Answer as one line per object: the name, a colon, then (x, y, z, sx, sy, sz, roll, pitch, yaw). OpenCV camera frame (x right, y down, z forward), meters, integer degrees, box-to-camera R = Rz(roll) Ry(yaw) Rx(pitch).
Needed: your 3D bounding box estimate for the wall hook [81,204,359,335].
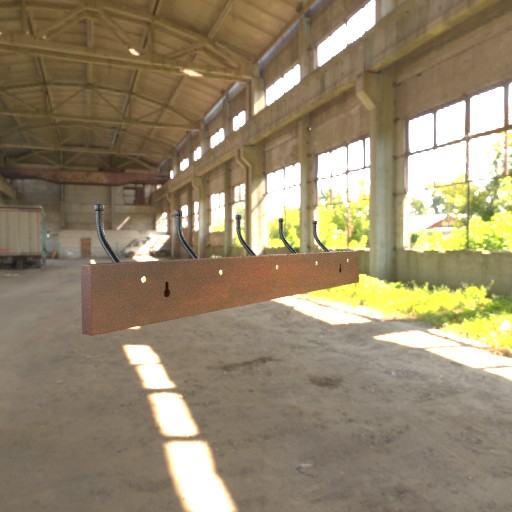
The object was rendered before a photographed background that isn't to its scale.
wall hook: (0.000, 0.000, 0.621, 0.071, 0.117, 0.571, 1, 3, 35)
